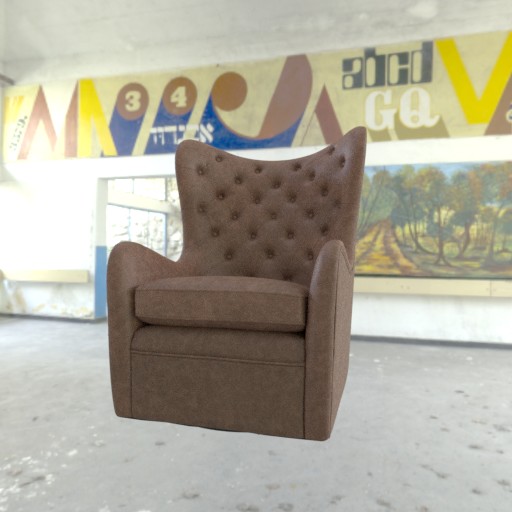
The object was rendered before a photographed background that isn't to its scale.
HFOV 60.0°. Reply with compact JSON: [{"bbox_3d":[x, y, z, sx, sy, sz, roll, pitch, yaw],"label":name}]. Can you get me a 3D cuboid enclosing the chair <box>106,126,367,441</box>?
[{"bbox_3d":[0.000,0.000,1.744,0.831,1.079,0.930,0,1,17],"label":"chair"}]
